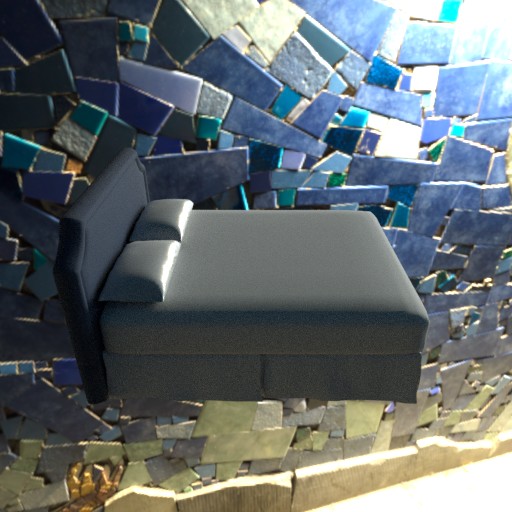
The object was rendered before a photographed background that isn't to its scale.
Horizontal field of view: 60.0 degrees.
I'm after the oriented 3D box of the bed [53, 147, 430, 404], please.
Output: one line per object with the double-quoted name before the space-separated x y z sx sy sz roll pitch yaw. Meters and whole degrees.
"bed" 0.000 0.000 3.415 2.260 1.297 1.831 0 30 0
